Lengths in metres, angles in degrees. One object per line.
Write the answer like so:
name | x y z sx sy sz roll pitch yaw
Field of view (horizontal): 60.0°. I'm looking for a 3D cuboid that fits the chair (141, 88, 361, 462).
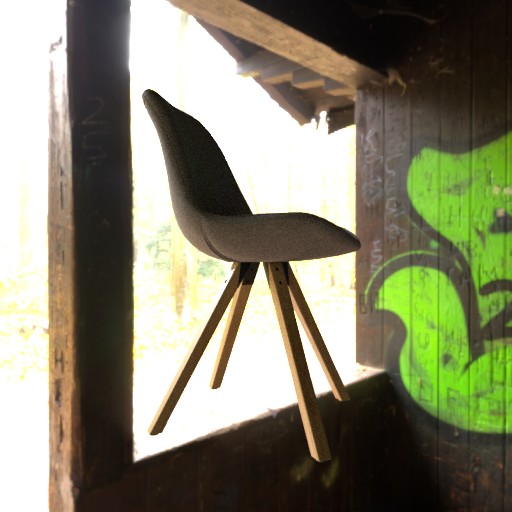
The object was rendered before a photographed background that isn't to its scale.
chair | 0.000 0.000 1.195 0.550 0.865 0.483 0 0 18
